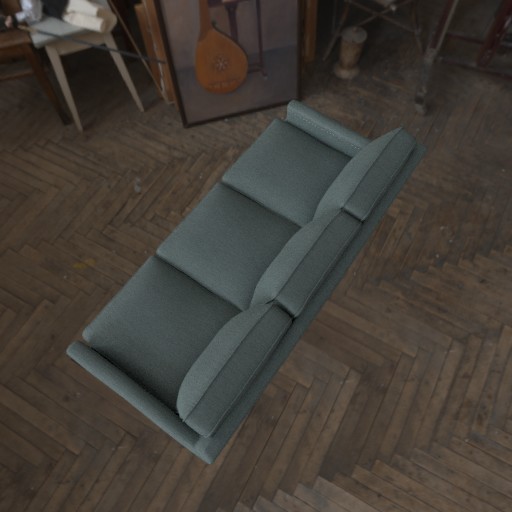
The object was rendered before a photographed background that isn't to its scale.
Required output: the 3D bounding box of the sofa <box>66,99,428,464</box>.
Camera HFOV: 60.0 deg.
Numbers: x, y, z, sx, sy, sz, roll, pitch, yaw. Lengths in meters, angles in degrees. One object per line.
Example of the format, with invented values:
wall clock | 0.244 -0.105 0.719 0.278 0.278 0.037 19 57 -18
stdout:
sofa | 0.000 0.000 2.773 1.084 1.003 2.246 33 69 14
